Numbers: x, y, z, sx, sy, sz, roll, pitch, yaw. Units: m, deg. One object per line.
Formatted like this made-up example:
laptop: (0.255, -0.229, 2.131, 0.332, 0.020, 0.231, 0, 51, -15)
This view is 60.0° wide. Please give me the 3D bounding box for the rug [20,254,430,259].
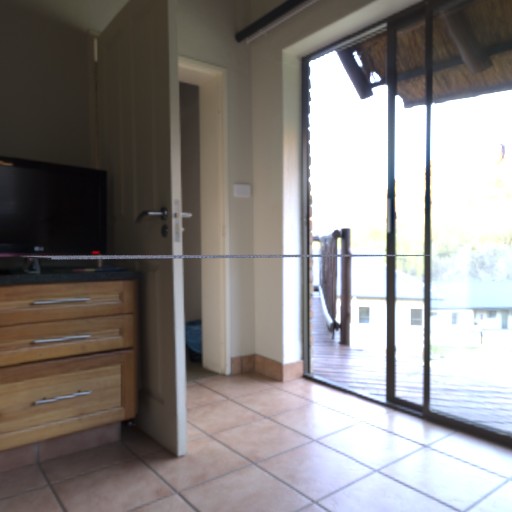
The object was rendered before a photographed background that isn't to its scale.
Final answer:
rug: (0.000, 0.000, 2.670, 2.432, 0.008, 0.766, 0, 1, -36)
